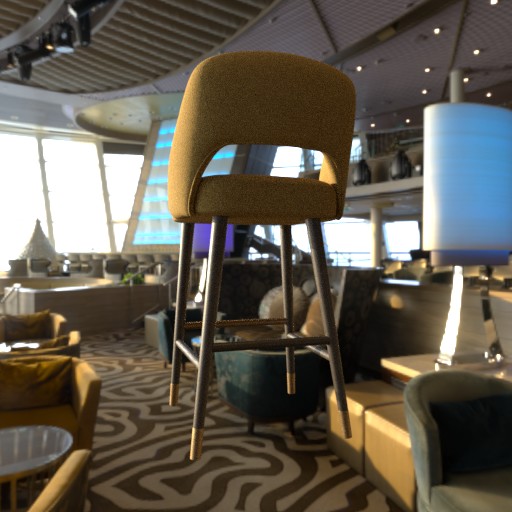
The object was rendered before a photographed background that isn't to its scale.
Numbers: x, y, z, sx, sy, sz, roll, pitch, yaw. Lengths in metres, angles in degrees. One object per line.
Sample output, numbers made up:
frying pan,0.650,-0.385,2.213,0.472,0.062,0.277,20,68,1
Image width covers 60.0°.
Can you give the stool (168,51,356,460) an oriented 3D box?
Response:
stool,0.000,0.000,1.357,0.536,1.032,0.522,0,0,-18
